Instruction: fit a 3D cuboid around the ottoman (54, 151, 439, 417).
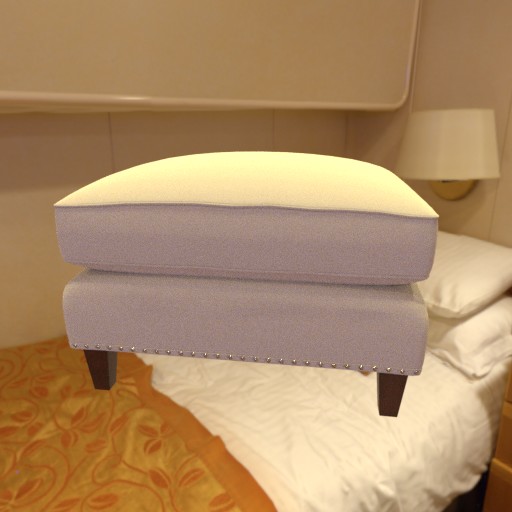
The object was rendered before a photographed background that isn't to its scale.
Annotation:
[{"bbox_3d":[0.000,0.000,1.133,0.741,0.513,0.584,3,18,8],"label":"ottoman"}]
